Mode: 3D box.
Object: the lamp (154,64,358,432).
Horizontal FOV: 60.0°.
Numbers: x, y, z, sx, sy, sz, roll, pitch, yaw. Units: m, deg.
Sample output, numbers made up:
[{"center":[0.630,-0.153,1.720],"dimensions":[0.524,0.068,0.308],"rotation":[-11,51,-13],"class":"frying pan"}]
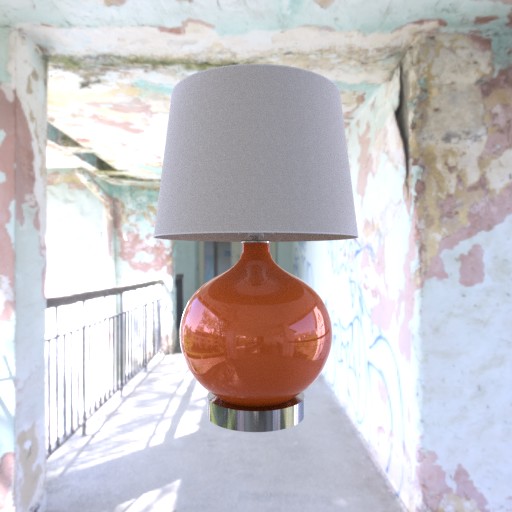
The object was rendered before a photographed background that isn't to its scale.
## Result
[{"center":[0.000,0.000,0.547],"dimensions":[0.247,0.387,0.247],"rotation":[0,0,0],"class":"lamp"}]
